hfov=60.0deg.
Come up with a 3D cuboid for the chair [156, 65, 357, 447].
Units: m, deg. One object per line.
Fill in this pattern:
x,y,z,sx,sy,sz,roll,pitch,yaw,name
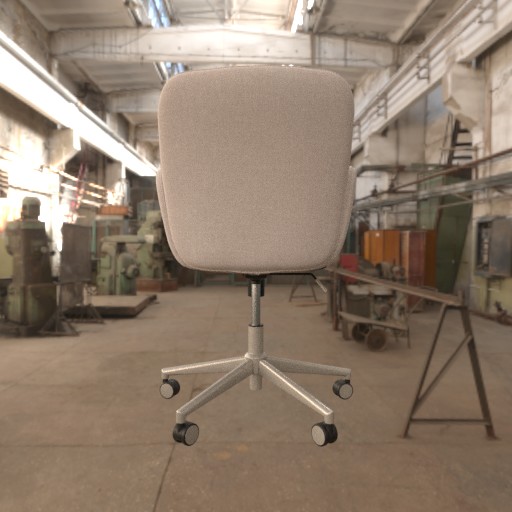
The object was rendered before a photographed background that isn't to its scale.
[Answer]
0.000,0.000,1.404,0.648,0.959,0.633,0,2,1,chair
